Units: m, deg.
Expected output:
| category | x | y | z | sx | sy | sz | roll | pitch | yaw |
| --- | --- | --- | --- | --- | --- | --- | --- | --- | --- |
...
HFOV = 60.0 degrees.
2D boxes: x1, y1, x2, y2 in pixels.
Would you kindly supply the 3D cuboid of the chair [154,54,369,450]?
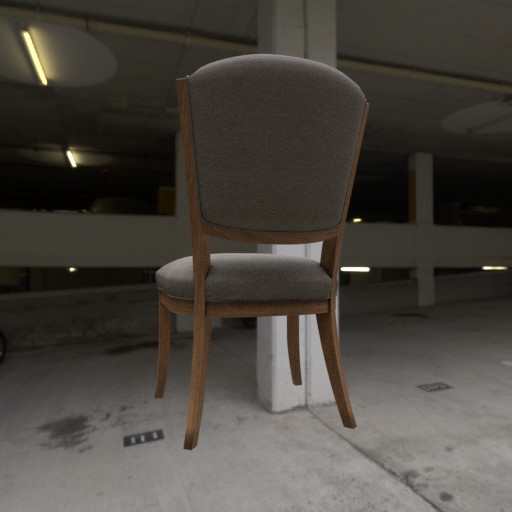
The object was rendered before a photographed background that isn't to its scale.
| category | x | y | z | sx | sy | sz | roll | pitch | yaw |
| --- | --- | --- | --- | --- | --- | --- | --- | --- | --- |
| chair | 0.000 | 0.000 | 1.260 | 0.513 | 0.905 | 0.584 | 0 | -1 | -18 |
